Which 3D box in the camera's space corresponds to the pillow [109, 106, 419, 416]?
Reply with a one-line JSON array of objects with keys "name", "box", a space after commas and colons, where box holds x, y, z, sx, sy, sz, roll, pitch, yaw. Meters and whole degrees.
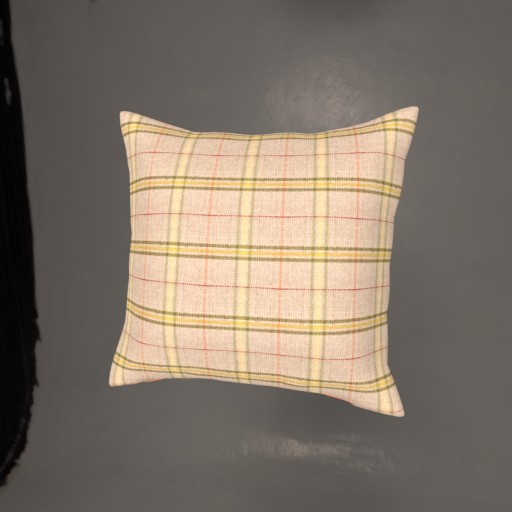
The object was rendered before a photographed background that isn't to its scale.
[{"name": "pillow", "box": [0.000, 0.000, 0.666, 0.453, 0.430, 0.200, 2, 14, 9]}]
